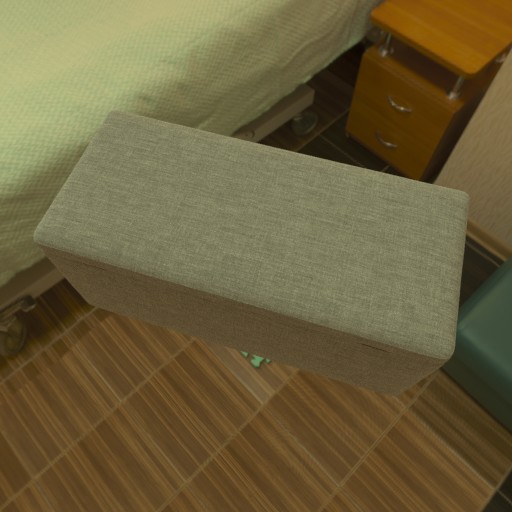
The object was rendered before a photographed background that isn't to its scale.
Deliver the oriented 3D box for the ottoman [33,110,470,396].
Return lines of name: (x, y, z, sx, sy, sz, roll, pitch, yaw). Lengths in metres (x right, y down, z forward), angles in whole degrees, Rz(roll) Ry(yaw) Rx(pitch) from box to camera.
ottoman: (0.000, 0.000, 1.127, 0.902, 0.432, 0.419, 15, 63, 8)
